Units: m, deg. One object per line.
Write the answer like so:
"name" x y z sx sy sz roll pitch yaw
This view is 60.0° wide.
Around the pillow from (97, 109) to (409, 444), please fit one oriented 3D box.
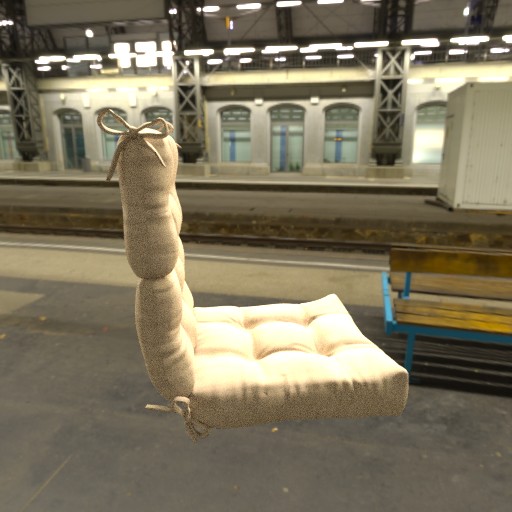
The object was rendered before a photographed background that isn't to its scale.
"pillow" 0.000 0.000 1.012 0.571 0.605 0.519 -2 14 -8
